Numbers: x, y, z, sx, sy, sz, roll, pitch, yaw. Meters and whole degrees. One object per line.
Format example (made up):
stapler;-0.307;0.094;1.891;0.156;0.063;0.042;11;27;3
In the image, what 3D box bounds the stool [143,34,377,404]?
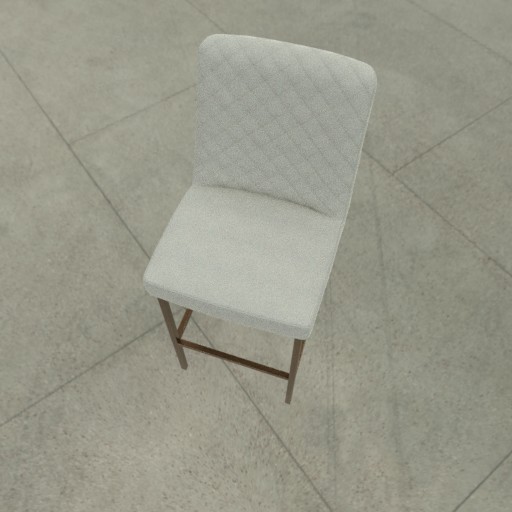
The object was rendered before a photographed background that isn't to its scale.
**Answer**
stool;0.000;0.000;1.355;0.462;1.084;0.546;16;60;9
